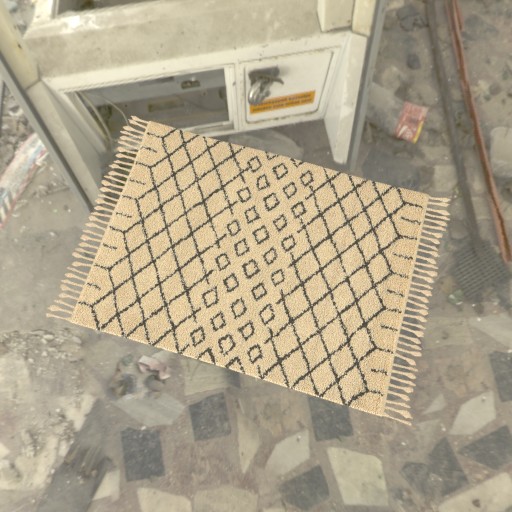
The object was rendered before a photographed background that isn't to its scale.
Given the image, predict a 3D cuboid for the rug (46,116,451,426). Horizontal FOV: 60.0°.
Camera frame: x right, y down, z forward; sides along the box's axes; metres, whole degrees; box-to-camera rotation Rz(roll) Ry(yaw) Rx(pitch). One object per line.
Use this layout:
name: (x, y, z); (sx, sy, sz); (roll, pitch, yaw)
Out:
rug: (0.000, 0.000, 3.205); (2.615, 0.029, 1.664); (16, 76, 4)
